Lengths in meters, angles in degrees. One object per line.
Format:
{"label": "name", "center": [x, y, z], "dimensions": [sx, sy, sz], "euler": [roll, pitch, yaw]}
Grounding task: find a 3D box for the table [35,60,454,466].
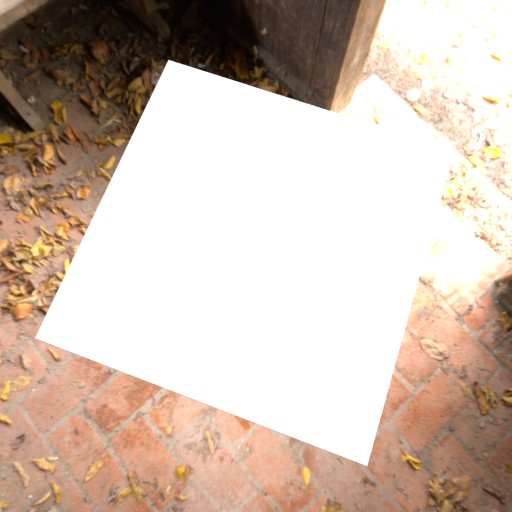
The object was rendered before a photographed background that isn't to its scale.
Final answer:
{"label": "table", "center": [0.000, 0.000, 1.090], "dimensions": [0.700, 0.289, 0.700], "euler": [19, 76, 5]}
